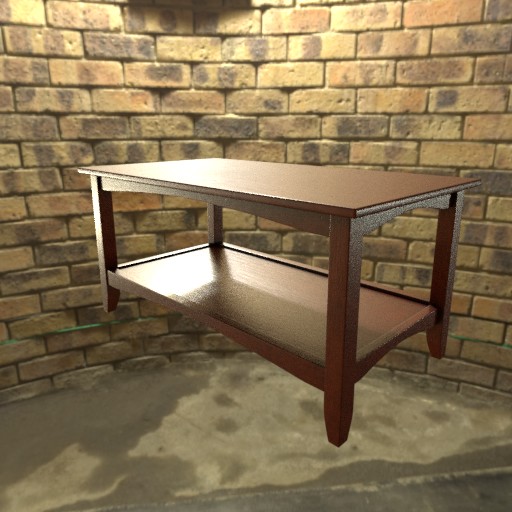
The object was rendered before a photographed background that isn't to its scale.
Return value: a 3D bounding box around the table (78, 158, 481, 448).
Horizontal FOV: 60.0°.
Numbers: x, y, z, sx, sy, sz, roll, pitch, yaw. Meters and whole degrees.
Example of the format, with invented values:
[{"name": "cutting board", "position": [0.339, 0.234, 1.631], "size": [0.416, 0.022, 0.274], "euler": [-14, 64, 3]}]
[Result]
[{"name": "table", "position": [0.000, 0.000, 1.225], "size": [0.943, 0.456, 0.533], "euler": [16, 23, 42]}]
